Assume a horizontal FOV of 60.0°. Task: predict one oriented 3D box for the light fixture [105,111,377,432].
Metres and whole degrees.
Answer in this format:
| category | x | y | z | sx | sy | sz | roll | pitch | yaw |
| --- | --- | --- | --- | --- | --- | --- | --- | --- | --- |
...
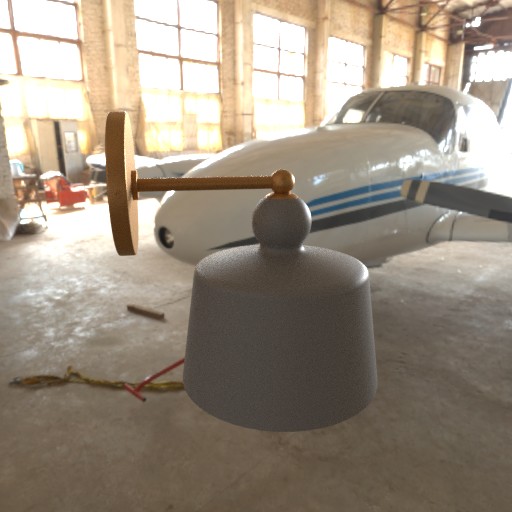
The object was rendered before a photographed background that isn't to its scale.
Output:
| category | x | y | z | sx | sy | sz | roll | pitch | yaw |
| --- | --- | --- | --- | --- | --- | --- | --- | --- | --- |
| light fixture | 0.000 | 0.000 | 0.436 | 0.254 | 0.268 | 0.204 | -3 | 15 | -11 |
